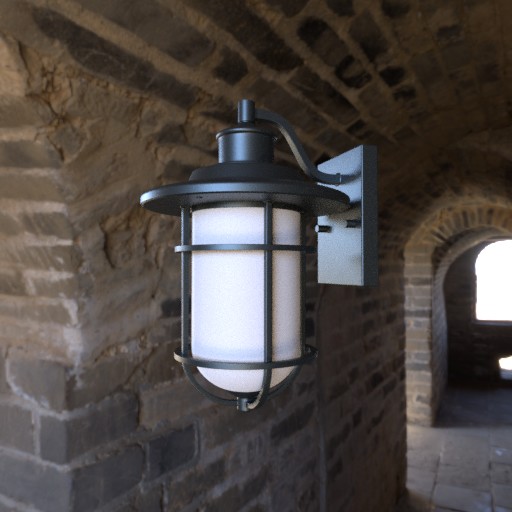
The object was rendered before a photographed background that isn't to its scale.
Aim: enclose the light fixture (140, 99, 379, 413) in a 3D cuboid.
[{"bbox_3d":[0.000,0.000,0.497,0.252,0.345,0.222,1,-2,-20],"label":"light fixture"}]
